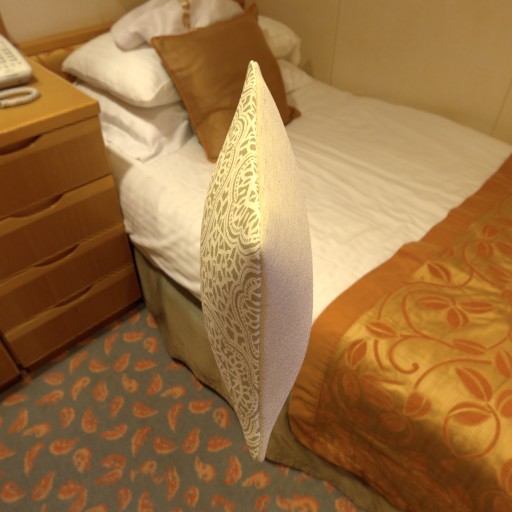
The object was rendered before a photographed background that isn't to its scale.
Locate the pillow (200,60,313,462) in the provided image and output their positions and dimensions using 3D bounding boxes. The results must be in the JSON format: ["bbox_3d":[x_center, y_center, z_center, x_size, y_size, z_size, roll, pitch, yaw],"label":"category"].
[{"bbox_3d":[0.000,0.000,0.663,0.167,0.421,0.438,-1,43,-1],"label":"pillow"}]
